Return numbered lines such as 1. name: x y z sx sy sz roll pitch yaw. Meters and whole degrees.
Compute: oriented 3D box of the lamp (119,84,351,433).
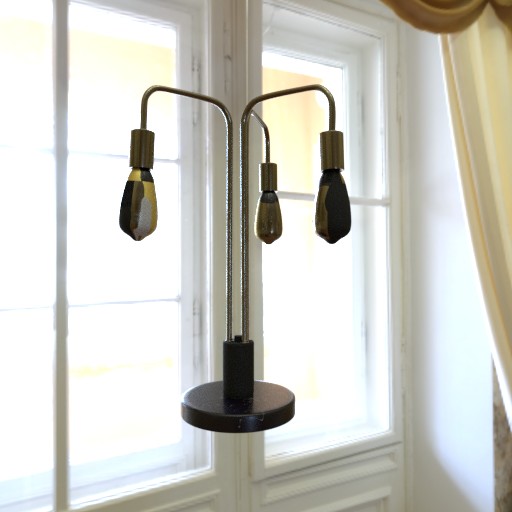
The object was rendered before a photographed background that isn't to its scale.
1. lamp: 0.000 0.000 0.809 0.355 0.560 0.368 0 0 18
